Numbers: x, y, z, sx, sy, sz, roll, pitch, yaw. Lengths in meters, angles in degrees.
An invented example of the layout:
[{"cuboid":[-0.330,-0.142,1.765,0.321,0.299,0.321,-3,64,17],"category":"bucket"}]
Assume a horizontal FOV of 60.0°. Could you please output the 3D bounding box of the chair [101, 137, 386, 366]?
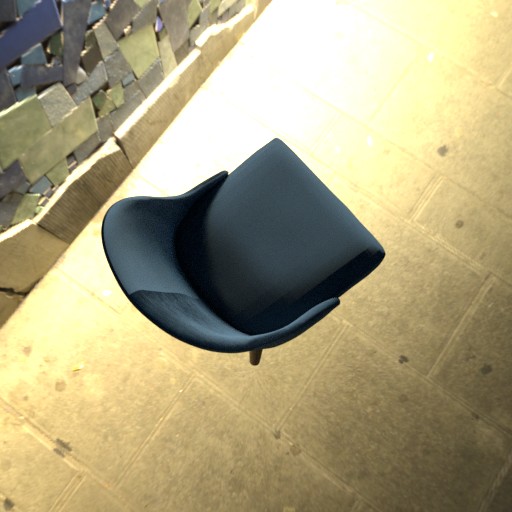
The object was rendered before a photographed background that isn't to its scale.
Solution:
[{"cuboid":[0.000,0.000,1.247,0.589,0.882,0.503,-39,79,-9],"category":"chair"}]
